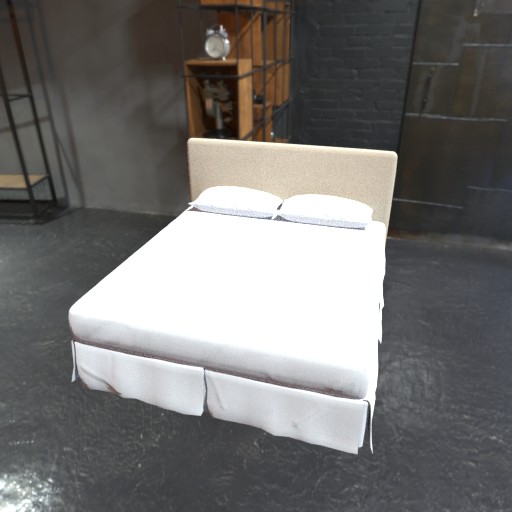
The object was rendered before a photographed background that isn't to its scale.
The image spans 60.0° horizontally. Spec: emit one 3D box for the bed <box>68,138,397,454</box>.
[{"bbox_3d":[0.000,0.000,3.579,2.119,1.317,2.319,8,28,15],"label":"bed"}]
